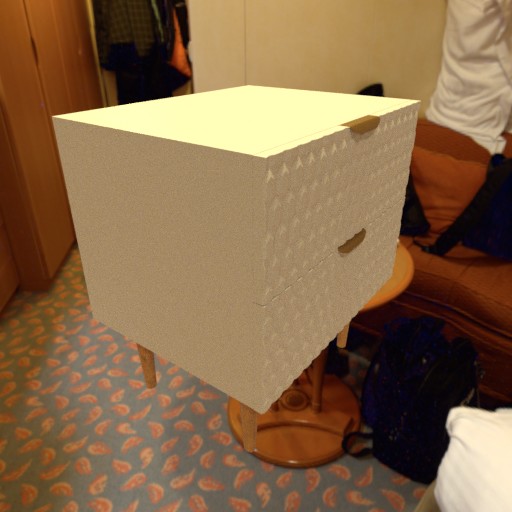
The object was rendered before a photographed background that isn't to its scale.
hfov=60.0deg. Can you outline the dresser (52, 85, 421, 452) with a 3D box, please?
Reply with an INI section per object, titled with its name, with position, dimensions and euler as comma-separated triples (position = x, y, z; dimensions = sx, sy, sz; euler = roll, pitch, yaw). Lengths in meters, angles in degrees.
[dresser]
position = 0.000, 0.000, 0.885
dimensions = 0.414, 0.568, 0.503
euler = 19, 33, 32
